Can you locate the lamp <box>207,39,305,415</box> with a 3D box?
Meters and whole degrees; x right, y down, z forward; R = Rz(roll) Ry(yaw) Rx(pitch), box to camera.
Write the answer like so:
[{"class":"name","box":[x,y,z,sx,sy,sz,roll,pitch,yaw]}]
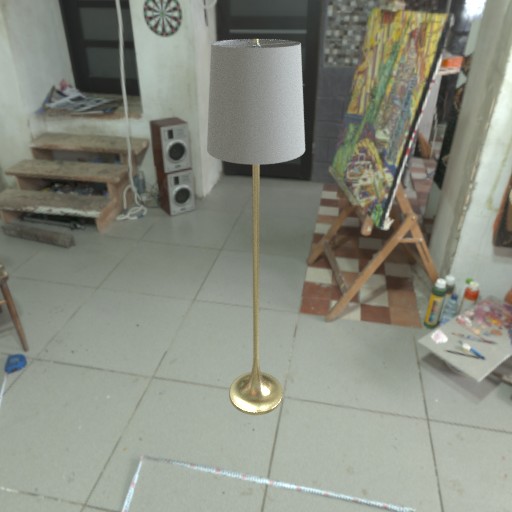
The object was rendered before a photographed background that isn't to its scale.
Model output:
[{"class":"lamp","box":[0.000,0.000,1.749,0.337,1.543,0.337,0,31,0]}]
